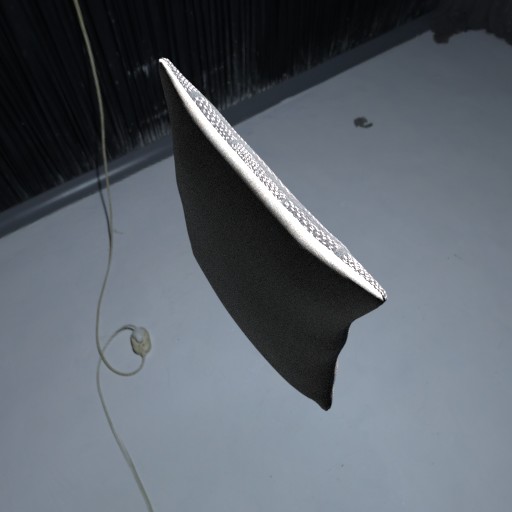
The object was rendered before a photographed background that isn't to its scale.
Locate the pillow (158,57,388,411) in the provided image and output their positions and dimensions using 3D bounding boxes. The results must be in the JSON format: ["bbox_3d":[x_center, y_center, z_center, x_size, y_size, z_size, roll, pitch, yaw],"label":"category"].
[{"bbox_3d":[0.000,0.000,0.675,0.138,0.432,0.435,-30,63,-17],"label":"pillow"}]
